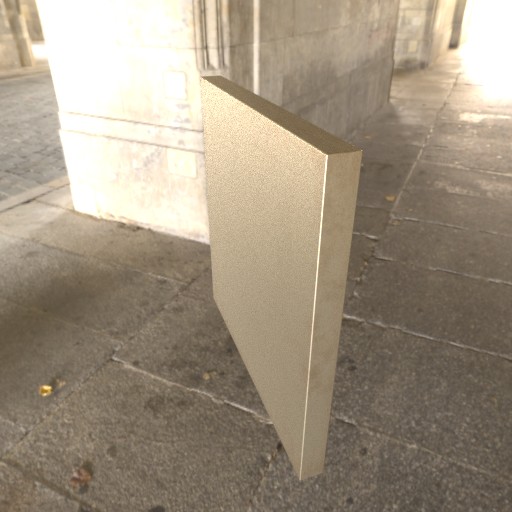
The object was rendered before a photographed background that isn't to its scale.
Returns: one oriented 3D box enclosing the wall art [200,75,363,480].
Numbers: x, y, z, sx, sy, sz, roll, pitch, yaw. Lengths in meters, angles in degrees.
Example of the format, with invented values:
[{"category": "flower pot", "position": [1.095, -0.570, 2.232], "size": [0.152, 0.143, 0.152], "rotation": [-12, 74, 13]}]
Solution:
[{"category": "wall art", "position": [0.000, 0.000, 0.755], "size": [0.040, 0.506, 0.503], "rotation": [-10, 32, -17]}]
